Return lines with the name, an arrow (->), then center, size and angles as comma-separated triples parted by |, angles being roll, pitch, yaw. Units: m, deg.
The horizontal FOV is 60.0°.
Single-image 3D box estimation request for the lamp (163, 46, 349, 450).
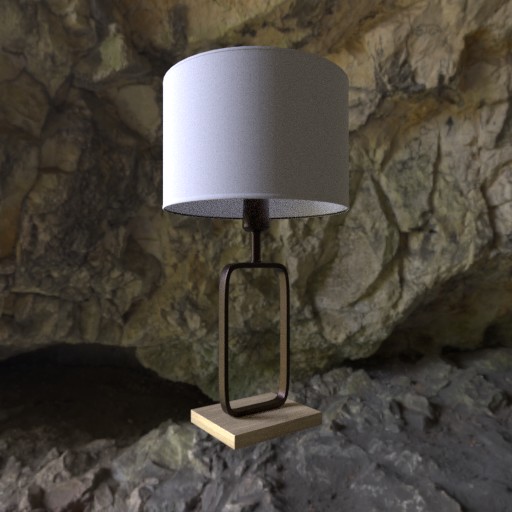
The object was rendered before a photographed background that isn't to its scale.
lamp -> 0.000, 0.000, 0.675 | 0.279, 0.508, 0.279 | 0, -1, -35
